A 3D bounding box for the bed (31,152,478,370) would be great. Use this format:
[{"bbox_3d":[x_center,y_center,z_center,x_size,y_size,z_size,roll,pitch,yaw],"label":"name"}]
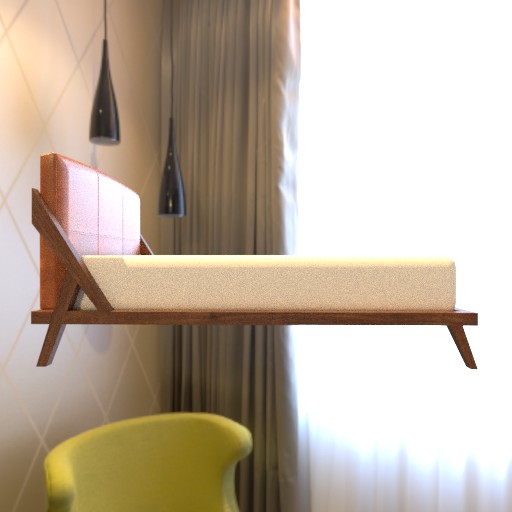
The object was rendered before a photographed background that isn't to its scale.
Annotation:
[{"bbox_3d":[0.000,0.000,3.116,2.311,1.168,1.651,0,0,2],"label":"bed"}]
